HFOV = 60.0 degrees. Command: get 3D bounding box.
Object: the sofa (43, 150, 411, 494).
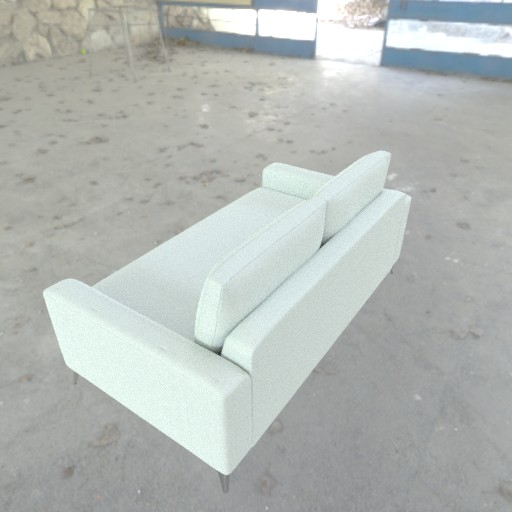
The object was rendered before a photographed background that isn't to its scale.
[{"bbox_3d":[0.000,0.000,2.103,0.920,0.790,1.650,21,38,29],"label":"sofa"}]
